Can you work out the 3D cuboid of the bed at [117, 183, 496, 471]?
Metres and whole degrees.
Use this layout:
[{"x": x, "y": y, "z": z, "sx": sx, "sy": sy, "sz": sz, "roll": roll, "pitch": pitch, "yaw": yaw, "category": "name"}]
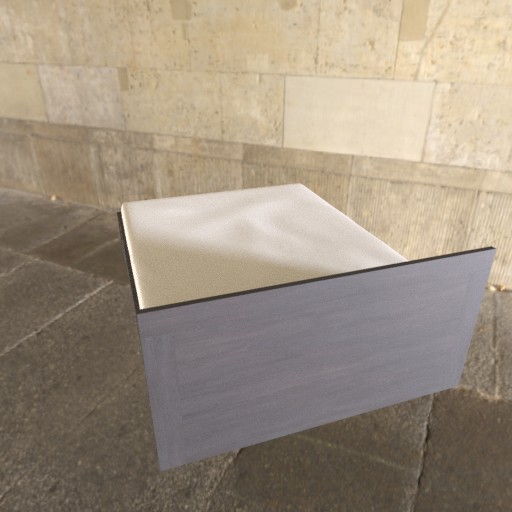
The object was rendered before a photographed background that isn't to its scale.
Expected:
[{"x": 0.000, "y": 0.000, "z": 2.823, "sx": 1.585, "sy": 0.823, "sz": 2.073, "roll": -9, "pitch": 29, "yaw": -17, "category": "bed"}]
